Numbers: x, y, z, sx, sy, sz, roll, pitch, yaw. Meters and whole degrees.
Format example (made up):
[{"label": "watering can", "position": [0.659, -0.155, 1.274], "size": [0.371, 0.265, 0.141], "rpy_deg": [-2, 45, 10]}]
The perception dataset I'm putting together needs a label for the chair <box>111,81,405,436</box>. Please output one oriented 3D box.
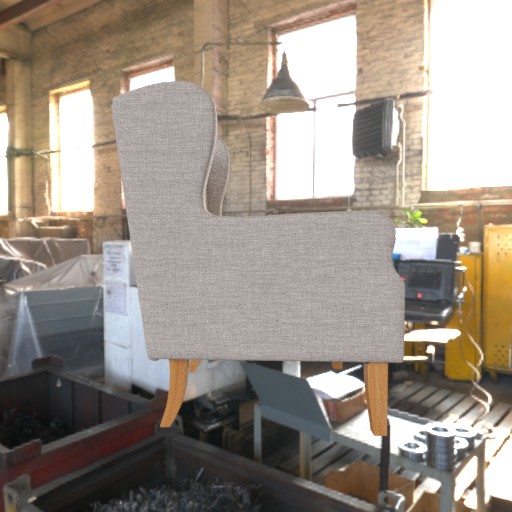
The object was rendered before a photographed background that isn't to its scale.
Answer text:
[{"label": "chair", "position": [0.000, 0.000, 1.472], "size": [0.760, 0.930, 0.710], "rpy_deg": [0, 2, 0]}]
